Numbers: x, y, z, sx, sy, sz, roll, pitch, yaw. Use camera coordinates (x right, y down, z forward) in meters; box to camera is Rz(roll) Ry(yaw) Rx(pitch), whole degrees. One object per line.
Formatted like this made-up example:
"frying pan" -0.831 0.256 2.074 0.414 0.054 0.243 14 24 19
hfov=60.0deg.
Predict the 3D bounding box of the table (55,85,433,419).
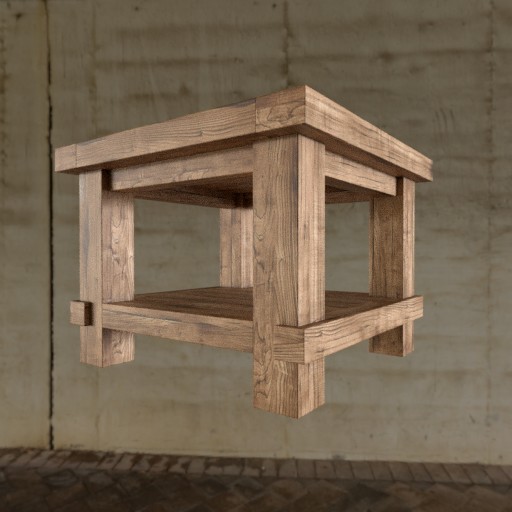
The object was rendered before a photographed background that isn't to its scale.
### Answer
"table" 0.000 0.000 1.005 0.610 0.457 0.610 1 1 36
